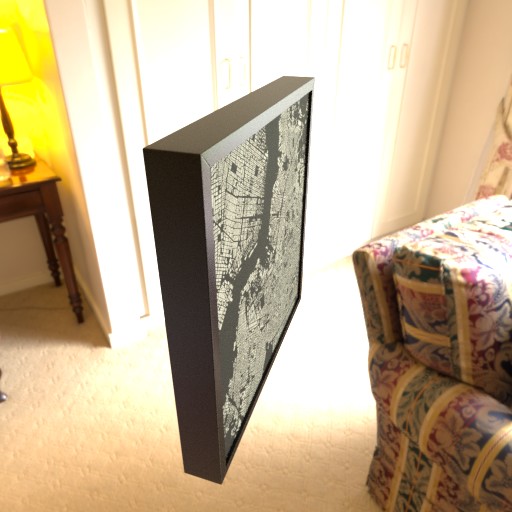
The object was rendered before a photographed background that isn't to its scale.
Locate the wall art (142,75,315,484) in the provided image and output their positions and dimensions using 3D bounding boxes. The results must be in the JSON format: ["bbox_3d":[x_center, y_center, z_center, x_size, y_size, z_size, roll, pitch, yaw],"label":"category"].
[{"bbox_3d":[0.000,0.000,0.446,0.037,0.299,0.299,10,31,16],"label":"wall art"}]
